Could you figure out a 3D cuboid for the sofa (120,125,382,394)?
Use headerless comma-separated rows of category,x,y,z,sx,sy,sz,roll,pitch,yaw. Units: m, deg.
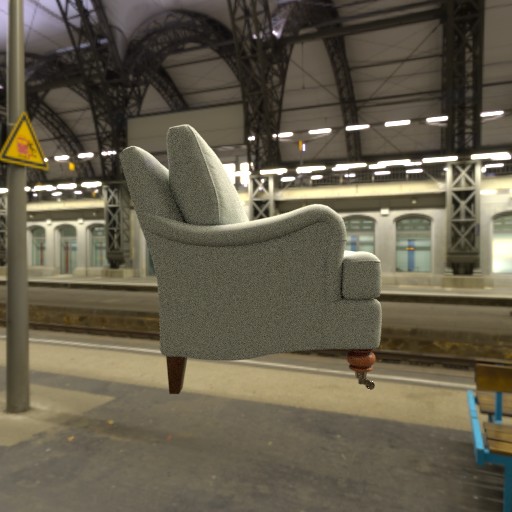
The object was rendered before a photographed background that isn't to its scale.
sofa,0.000,0.000,2.810,1.069,1.096,2.193,0,0,1
